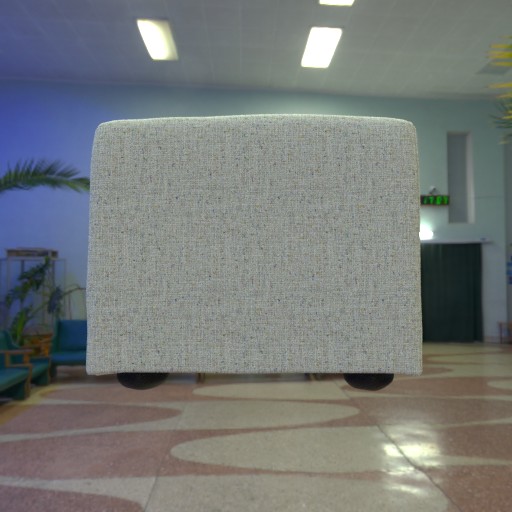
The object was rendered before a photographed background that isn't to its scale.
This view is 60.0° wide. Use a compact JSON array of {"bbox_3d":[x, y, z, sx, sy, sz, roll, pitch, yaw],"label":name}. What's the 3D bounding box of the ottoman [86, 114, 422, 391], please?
[{"bbox_3d":[0.000,0.000,0.918,0.512,0.453,0.521,0,-3,1],"label":"ottoman"}]
